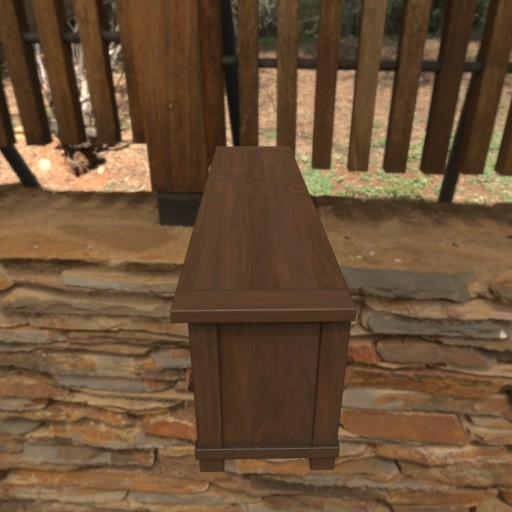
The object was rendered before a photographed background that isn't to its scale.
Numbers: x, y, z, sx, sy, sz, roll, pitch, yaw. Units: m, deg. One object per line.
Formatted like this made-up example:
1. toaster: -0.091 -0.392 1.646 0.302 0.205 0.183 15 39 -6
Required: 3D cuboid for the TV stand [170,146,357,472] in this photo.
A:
1. TV stand: 0.000 0.000 2.058 0.471 0.615 1.866 0 26 -1
